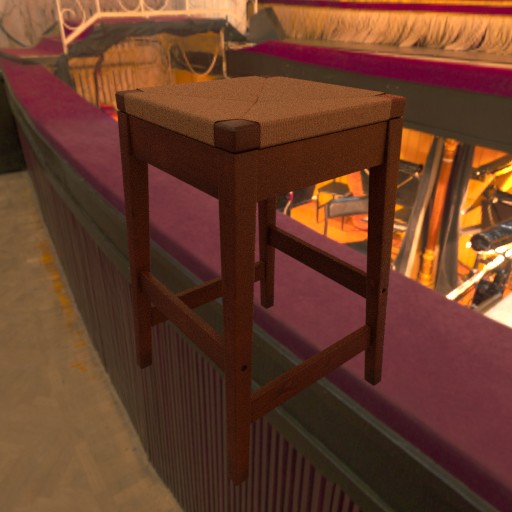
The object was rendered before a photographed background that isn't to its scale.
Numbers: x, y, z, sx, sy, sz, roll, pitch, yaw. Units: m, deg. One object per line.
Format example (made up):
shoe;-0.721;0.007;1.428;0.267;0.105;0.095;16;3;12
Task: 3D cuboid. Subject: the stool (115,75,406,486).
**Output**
stool;0.000;0.000;1.091;0.507;0.762;0.497;-21;36;-33
